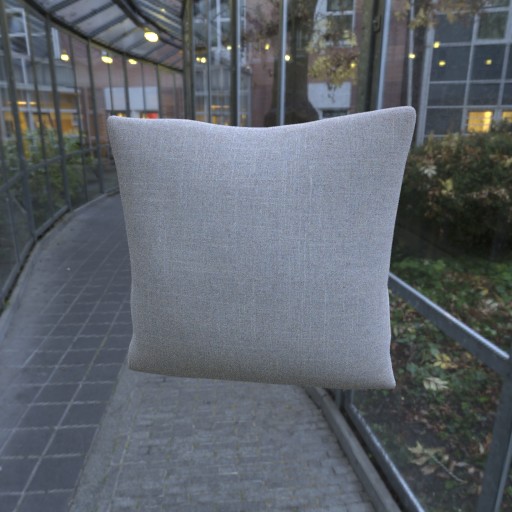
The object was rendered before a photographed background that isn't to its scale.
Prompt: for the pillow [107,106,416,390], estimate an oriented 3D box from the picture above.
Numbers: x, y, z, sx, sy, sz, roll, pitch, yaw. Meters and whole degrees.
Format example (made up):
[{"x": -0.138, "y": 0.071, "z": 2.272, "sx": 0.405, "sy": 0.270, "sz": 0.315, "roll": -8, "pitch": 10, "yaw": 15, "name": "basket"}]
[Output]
[{"x": 0.000, "y": 0.000, "z": 0.875, "sx": 0.578, "sy": 0.558, "sz": 0.192, "roll": 2, "pitch": 17, "yaw": 8, "name": "pillow"}]
